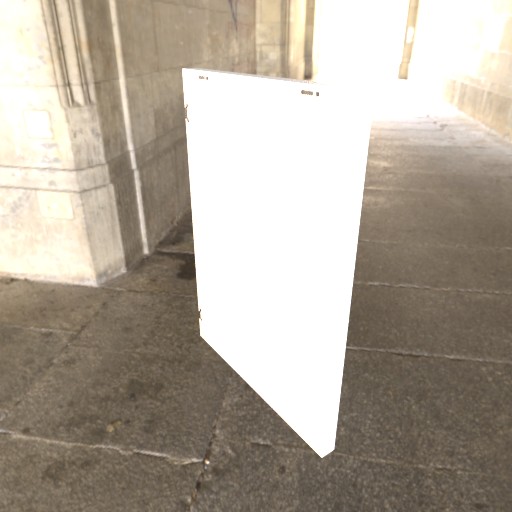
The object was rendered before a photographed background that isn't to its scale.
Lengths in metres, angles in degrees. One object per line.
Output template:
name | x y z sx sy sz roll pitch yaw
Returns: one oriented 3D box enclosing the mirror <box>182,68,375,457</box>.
mirror | 0.000 0.000 0.942 0.040 0.710 0.507 -18 32 -31
